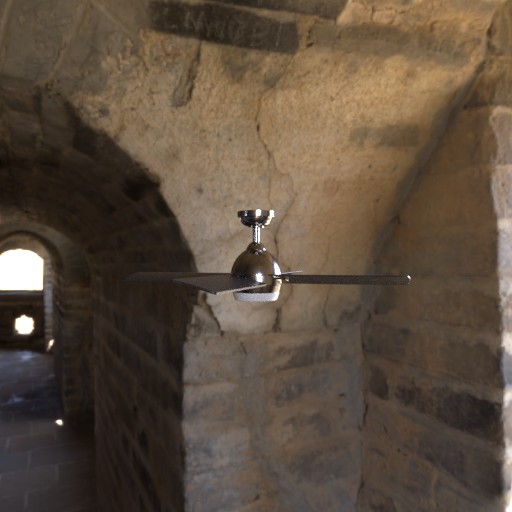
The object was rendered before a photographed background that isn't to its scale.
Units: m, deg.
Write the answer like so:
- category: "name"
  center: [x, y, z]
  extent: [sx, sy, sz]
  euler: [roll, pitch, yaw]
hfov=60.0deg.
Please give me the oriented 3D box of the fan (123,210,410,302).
- category: "fan"
  center: [0.000, 0.000, 2.026]
  extent: [1.332, 0.403, 1.332]
  euler: [0, -1, 18]
